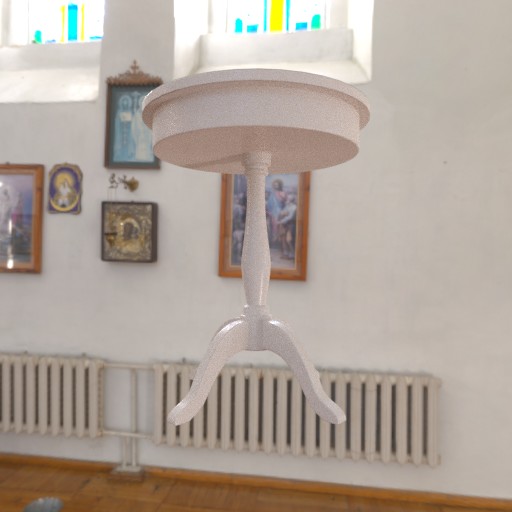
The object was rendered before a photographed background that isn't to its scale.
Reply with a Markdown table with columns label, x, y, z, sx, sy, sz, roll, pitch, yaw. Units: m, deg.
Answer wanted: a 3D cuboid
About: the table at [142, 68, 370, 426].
| label | x | y | z | sx | sy | sz | roll | pitch | yaw |
| --- | --- | --- | --- | --- | --- | --- | --- | --- | --- |
| table | 0.000 | 0.000 | 1.026 | 0.513 | 0.653 | 0.513 | 0 | 0 | 0 |
